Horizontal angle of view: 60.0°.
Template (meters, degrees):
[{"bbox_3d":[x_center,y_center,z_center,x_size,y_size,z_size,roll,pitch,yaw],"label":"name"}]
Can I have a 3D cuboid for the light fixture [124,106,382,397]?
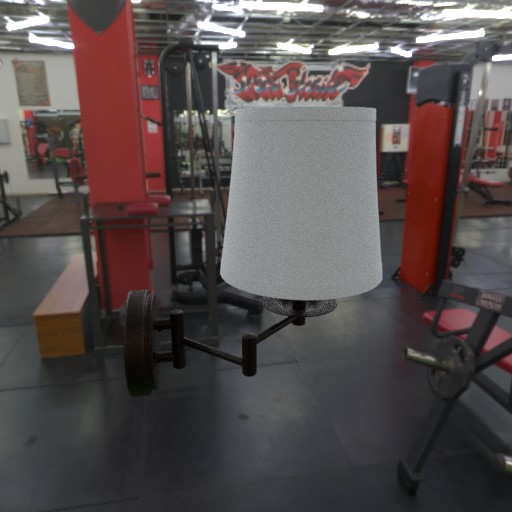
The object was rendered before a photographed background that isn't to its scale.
[{"bbox_3d":[0.000,0.000,0.273,0.157,0.172,0.100,-2,16,-8],"label":"light fixture"}]
